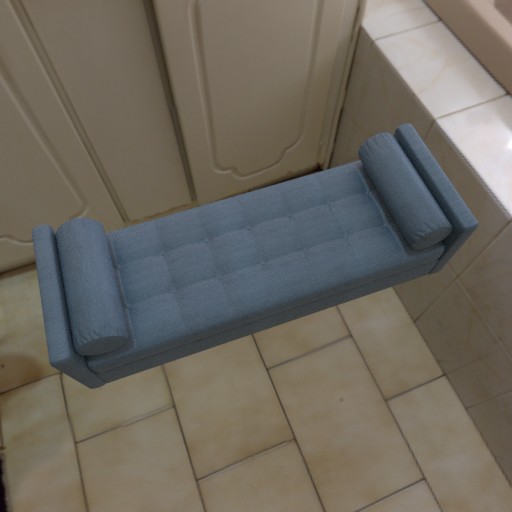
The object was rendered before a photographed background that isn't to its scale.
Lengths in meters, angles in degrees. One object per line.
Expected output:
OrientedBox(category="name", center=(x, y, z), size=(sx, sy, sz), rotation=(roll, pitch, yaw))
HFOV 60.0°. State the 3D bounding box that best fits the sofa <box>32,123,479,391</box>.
OrientedBox(category="sofa", center=(0.000, 0.000, 2.323), size=(1.981, 0.635, 0.686), rotation=(-17, 64, -9))
